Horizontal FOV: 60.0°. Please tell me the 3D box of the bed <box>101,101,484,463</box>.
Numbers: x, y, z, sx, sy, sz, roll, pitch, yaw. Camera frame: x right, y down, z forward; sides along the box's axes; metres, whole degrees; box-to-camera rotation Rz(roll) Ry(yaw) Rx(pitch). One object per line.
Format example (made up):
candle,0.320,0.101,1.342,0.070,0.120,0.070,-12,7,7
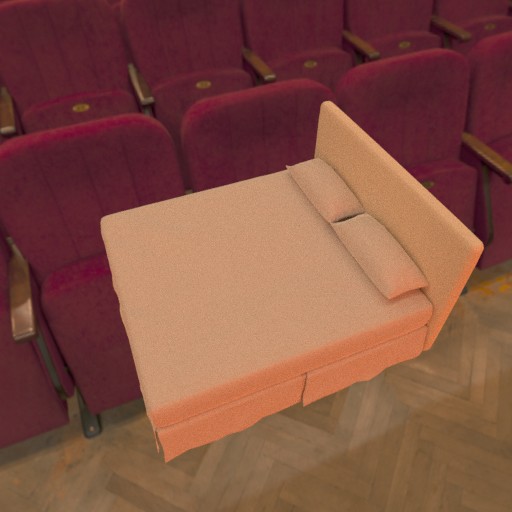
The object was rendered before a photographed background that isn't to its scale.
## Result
bed,0.000,0.000,3.612,2.341,1.317,2.119,-17,49,-15
